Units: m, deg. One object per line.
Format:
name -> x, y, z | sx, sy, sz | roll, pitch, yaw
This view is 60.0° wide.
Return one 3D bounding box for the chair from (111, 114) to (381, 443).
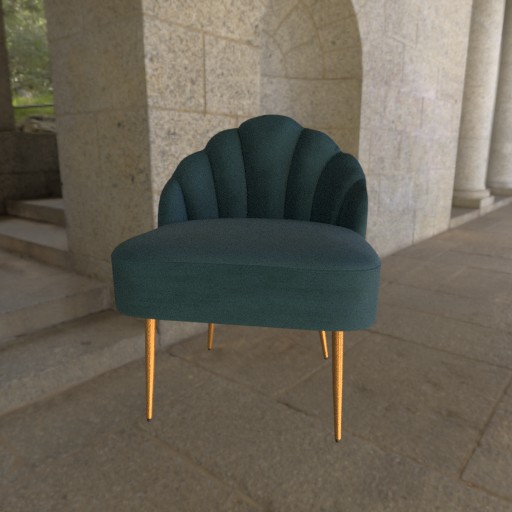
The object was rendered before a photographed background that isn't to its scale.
chair -> 0.000, 0.000, 1.276 | 0.657, 0.819, 0.599 | 2, 14, 10
